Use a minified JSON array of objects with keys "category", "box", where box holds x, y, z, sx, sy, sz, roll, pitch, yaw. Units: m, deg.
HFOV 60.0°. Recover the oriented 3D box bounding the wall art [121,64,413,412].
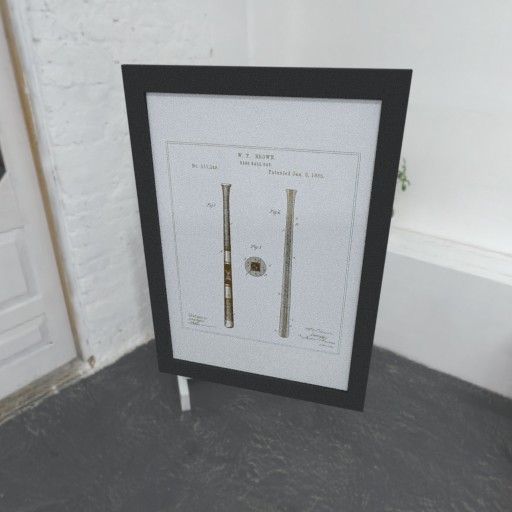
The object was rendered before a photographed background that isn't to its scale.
[{"category":"wall art","box":[0.000,0.000,0.672,0.374,0.529,0.012,7,27,14]}]
